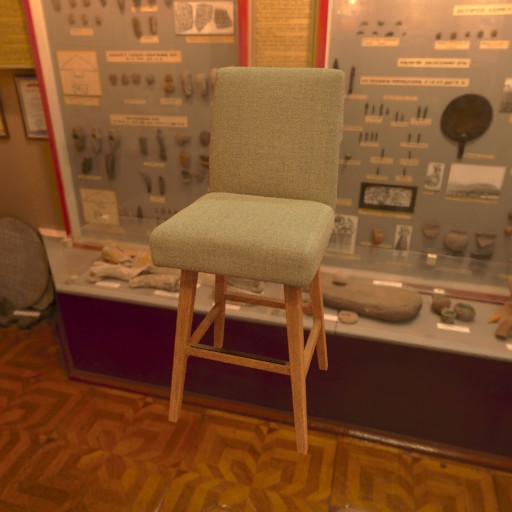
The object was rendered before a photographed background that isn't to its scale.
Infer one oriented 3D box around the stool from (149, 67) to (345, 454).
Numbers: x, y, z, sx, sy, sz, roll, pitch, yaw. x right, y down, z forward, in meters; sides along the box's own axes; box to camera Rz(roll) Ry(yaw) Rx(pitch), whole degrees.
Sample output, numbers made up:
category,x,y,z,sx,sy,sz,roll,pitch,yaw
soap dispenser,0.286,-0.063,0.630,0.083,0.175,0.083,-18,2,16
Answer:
category,x,y,z,sx,sy,sz,roll,pitch,yaw
stool,0.000,0.000,1.439,0.483,1.106,0.569,8,27,15
